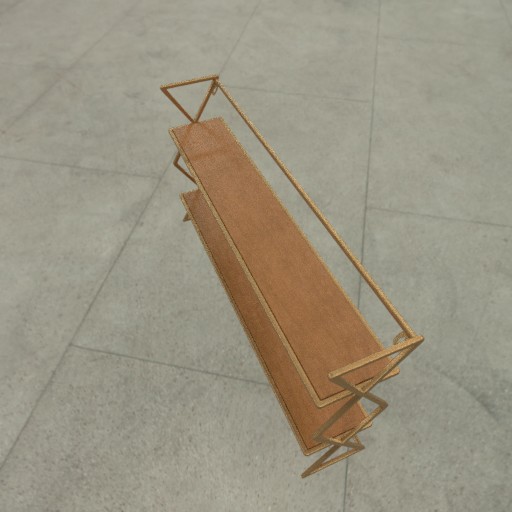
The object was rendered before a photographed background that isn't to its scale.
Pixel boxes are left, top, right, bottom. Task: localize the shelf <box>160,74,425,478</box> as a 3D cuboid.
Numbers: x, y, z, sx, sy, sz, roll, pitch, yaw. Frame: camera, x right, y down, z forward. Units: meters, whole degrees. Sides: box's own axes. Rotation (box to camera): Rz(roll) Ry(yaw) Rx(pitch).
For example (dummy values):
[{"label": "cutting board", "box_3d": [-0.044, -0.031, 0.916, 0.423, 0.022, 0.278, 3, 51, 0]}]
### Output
[{"label": "shelf", "box_3d": [0.000, 0.000, 1.003, 0.150, 0.450, 0.822, -18, 51, -15]}]
